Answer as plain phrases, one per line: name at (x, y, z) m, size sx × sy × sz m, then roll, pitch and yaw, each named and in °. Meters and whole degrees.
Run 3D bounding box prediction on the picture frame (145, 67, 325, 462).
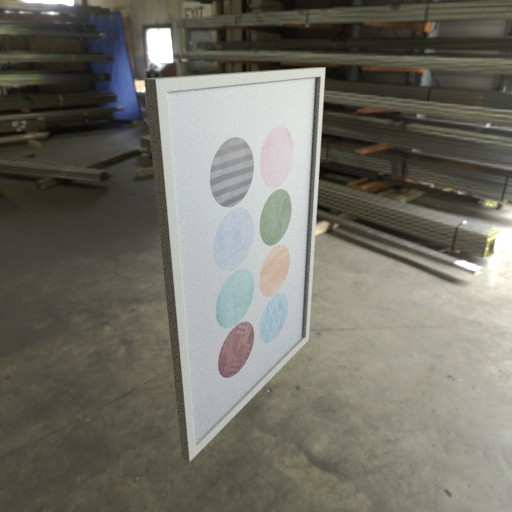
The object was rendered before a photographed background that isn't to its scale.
picture frame at (0.000, 0.000, 0.565) m, size 0.013 × 0.434 × 0.305 m, roll 16°, pitch 30°, yaw 31°
